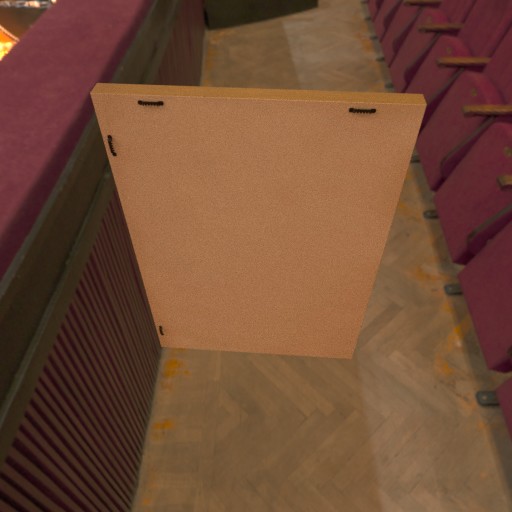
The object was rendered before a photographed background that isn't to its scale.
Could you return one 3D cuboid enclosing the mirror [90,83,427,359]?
[{"bbox_3d":[0.000,0.000,0.931,0.507,0.710,0.039,3,46,3],"label":"mirror"}]
